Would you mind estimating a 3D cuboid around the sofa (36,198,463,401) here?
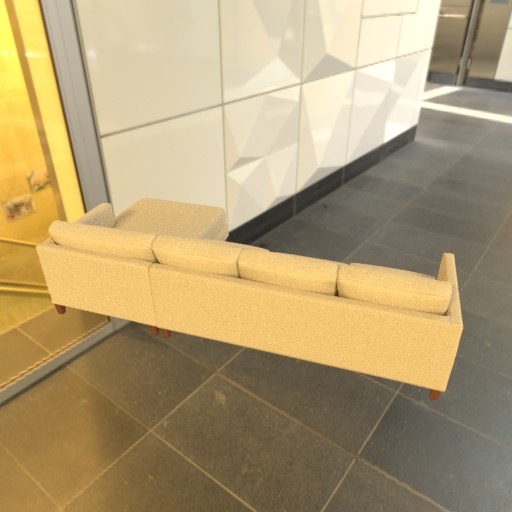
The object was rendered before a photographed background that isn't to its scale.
[{"bbox_3d":[0.000,0.000,3.878,3.186,0.861,1.625,9,32,15],"label":"sofa"}]
